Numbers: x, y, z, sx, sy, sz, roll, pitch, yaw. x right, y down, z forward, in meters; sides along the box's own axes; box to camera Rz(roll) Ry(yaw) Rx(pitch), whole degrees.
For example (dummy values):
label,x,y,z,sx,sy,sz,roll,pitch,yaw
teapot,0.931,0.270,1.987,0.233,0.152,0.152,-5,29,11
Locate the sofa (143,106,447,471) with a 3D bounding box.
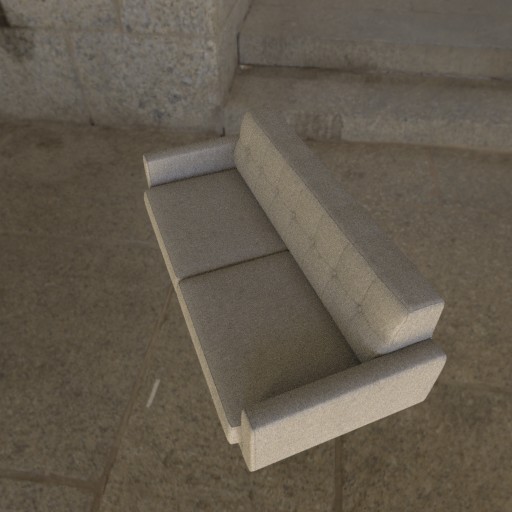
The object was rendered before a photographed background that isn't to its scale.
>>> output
label,x,y,z,sx,sy,sz,roll,pitch,yaw
sofa,0.000,0.000,2.548,0.968,0.873,2.055,-16,47,-15
